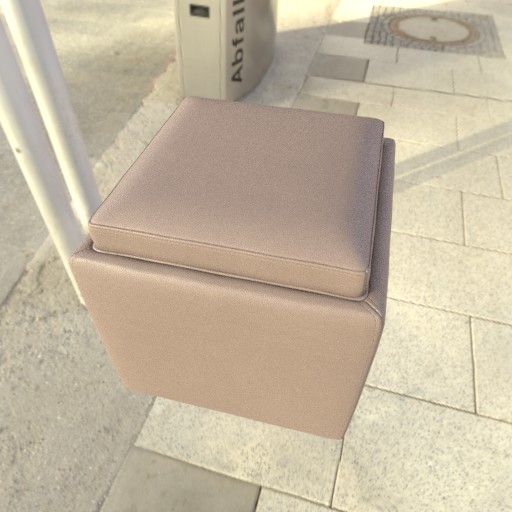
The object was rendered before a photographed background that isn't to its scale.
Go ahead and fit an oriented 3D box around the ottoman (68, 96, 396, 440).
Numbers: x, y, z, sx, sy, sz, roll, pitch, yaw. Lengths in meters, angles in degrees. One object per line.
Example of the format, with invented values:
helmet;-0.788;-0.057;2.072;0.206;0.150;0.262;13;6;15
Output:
ottoman;0.000;0.000;0.835;0.450;0.460;0.451;10;46;10
